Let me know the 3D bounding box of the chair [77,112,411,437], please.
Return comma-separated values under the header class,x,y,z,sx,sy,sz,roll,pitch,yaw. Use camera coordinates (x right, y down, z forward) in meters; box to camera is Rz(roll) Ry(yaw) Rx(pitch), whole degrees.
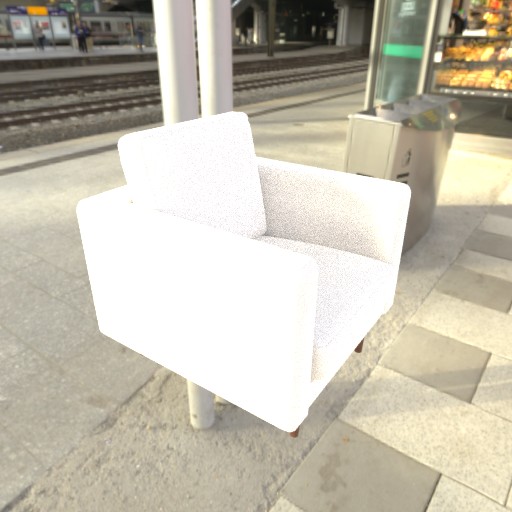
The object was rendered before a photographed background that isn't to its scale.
class,x,y,z,sx,sy,sz,roll,pitch,yaw
chair,0.000,0.000,1.608,0.879,0.899,0.831,18,32,31
